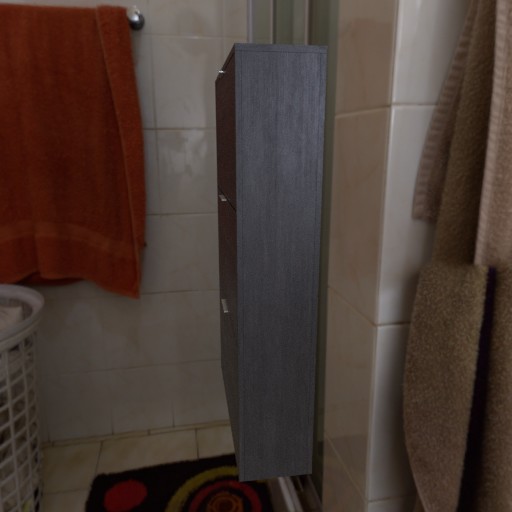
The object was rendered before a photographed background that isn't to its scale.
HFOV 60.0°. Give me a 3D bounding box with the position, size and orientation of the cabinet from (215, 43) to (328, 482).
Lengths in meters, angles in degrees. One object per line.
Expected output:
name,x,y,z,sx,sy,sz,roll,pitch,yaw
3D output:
cabinet,0.000,0.000,1.620,0.250,1.280,0.750,-2,15,-9
